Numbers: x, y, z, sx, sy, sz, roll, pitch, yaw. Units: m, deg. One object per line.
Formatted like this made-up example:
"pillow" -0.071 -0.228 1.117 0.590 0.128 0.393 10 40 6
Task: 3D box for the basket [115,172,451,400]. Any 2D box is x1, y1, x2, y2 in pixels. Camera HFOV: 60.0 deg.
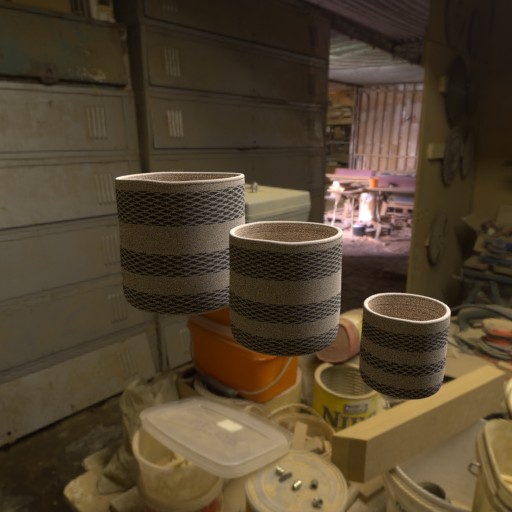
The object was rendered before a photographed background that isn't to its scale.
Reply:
"basket" 0.000 0.000 1.061 0.917 0.356 0.351 14 20 42
